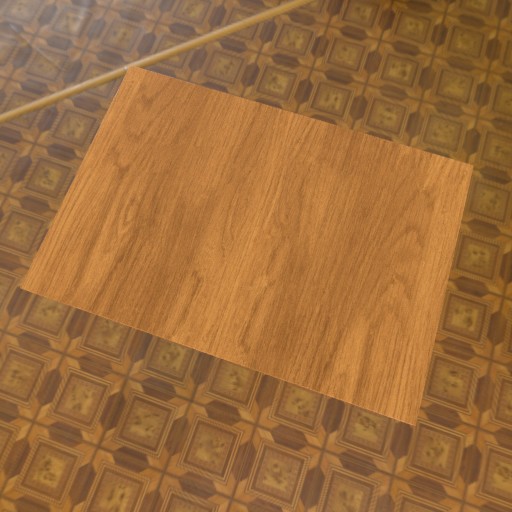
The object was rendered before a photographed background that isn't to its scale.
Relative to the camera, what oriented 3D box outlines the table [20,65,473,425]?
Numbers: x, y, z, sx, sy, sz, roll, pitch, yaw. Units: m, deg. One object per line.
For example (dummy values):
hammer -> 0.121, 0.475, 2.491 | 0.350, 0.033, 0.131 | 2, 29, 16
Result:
table -> 0.000, 0.000, 1.856 | 1.300, 0.770, 0.900 | 18, 75, 5
